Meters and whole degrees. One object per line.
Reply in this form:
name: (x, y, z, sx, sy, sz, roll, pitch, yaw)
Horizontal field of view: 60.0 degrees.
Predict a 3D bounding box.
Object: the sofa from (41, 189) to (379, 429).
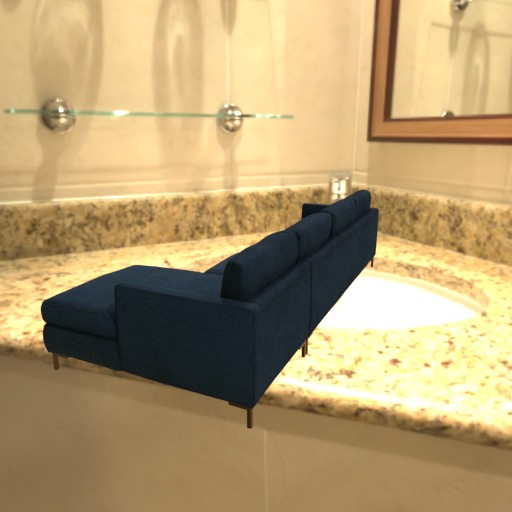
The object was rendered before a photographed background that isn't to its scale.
sofa: (0.000, 0.000, 3.474, 1.350, 0.810, 2.932, 7, 17, 24)
